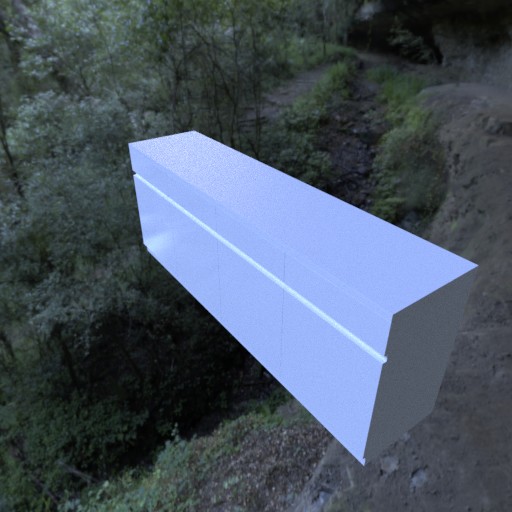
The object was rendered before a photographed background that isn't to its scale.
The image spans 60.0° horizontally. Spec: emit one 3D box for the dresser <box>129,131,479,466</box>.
[{"bbox_3d":[0.000,0.000,2.541,0.500,0.840,2.200,-21,38,-30],"label":"dresser"}]
